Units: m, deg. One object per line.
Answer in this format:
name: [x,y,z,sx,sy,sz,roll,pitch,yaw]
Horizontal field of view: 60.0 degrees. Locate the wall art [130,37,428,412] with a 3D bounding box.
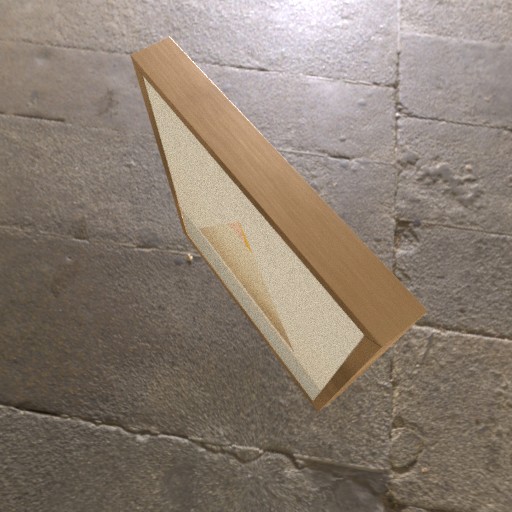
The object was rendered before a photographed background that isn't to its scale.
wall art: [0.000,0.000,0.456,0.038,0.303,0.305,-33,68,-15]
